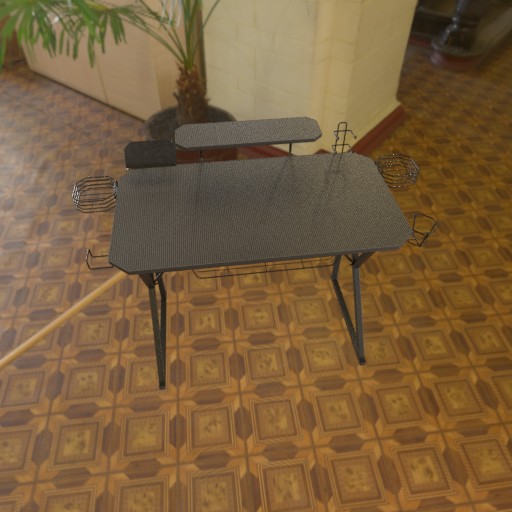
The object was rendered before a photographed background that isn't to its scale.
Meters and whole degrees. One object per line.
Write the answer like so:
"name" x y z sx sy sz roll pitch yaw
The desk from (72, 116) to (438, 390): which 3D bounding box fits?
"desk" 0.000 0.000 1.761 1.290 0.880 0.580 -5 46 -5
